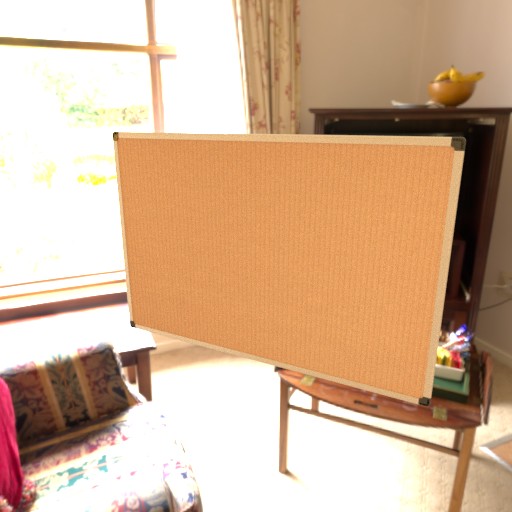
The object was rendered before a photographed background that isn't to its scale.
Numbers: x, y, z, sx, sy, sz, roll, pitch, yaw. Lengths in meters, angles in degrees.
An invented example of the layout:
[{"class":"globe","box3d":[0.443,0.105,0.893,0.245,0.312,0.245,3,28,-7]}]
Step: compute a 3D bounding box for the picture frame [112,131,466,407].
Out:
[{"class":"picture frame","box3d":[0.000,0.000,1.127,0.900,0.600,0.010,9,19,26]}]
